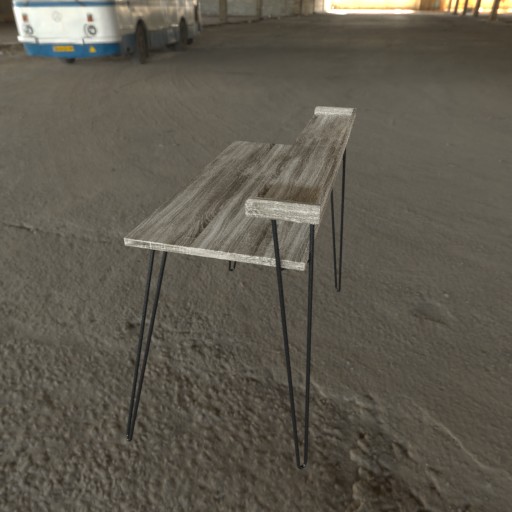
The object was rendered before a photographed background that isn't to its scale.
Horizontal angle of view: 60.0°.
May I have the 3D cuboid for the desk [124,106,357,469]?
[{"bbox_3d":[0.000,0.000,1.659,0.605,0.899,1.135,8,31,13],"label":"desk"}]
